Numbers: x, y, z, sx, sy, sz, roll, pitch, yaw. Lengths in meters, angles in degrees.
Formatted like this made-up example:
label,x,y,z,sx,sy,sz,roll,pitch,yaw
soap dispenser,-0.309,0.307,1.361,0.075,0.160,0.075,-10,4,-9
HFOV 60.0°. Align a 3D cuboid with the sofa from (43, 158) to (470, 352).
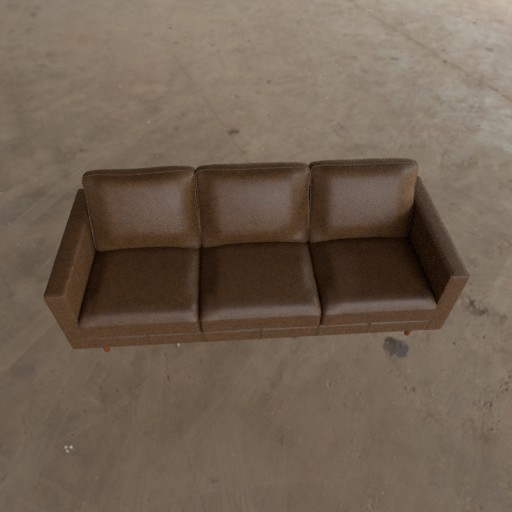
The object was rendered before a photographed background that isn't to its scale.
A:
label,x,y,z,sx,sy,sz,roll,pitch,yaw
sofa,0.000,0.000,2.741,2.231,0.930,0.903,-3,48,-2
